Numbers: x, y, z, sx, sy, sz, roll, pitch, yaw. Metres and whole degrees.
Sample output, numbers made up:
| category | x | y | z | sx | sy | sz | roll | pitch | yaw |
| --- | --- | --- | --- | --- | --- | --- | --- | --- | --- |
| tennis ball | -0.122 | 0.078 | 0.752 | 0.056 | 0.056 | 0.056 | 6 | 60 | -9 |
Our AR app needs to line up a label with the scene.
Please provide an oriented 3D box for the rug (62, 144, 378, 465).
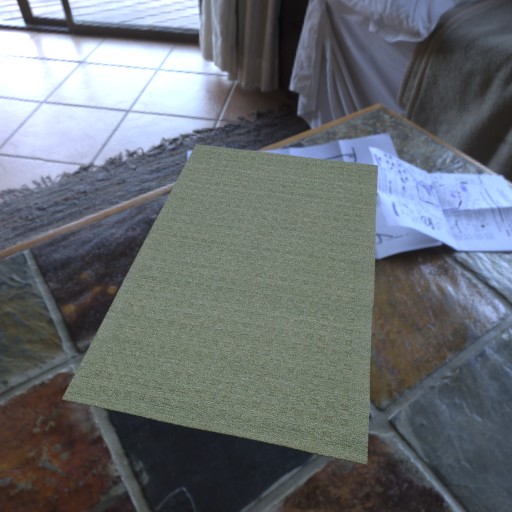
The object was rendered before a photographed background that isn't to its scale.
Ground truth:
| category | x | y | z | sx | sy | sz | roll | pitch | yaw |
| --- | --- | --- | --- | --- | --- | --- | --- | --- | --- |
| rug | 0.000 | 0.000 | 2.173 | 1.143 | 0.006 | 1.747 | 9 | 48 | 8 |
